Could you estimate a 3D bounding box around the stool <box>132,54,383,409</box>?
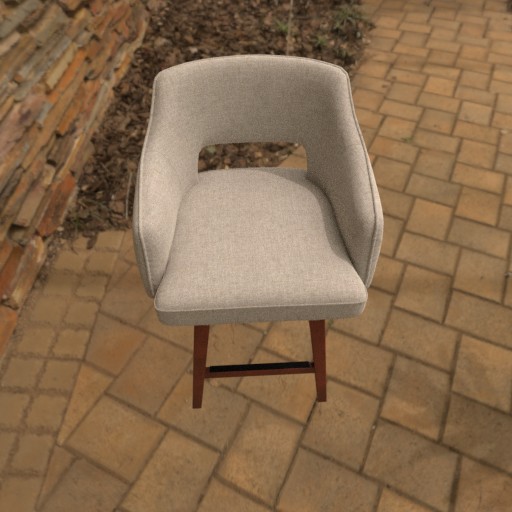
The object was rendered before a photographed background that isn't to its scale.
[{"bbox_3d":[0.000,0.000,1.300,0.599,0.944,0.558,-2,48,-2],"label":"stool"}]
